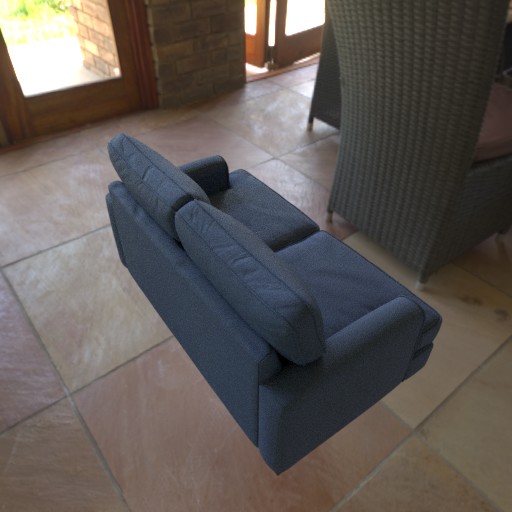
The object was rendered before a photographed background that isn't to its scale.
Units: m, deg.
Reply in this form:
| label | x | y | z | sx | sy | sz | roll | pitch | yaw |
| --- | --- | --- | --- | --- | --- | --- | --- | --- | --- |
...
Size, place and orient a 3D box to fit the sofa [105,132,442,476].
| label | x | y | z | sx | sy | sz | roll | pitch | yaw |
| --- | --- | --- | --- | --- | --- | --- | --- | --- | --- |
| sofa | 0.000 | 0.000 | 2.243 | 0.965 | 0.965 | 1.651 | -25 | 47 | -26 |
